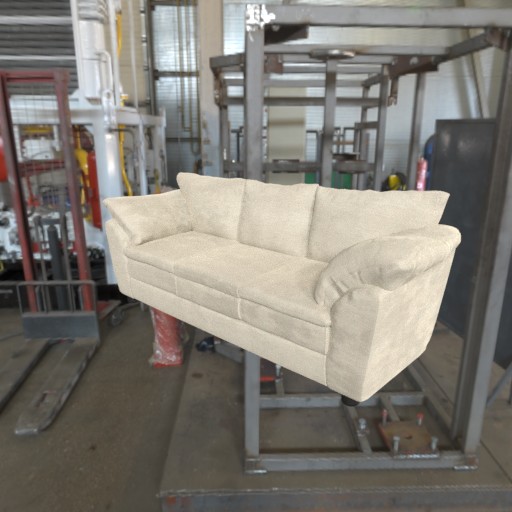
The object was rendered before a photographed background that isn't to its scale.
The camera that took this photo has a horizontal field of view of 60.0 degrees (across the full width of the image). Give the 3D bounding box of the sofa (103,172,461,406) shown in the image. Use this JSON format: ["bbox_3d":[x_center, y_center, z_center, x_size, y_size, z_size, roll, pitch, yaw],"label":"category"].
[{"bbox_3d":[0.000,0.000,2.878,2.377,0.981,0.893,14,21,41],"label":"sofa"}]
